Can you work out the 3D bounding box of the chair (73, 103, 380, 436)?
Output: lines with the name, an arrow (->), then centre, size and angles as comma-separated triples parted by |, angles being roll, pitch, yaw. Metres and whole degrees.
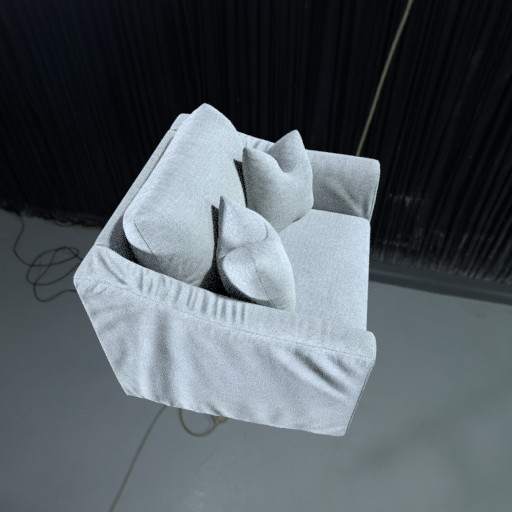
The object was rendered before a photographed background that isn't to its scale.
chair -> 0.000, 0.000, 2.081 | 1.071, 1.059, 1.194 | 8, 46, 8
